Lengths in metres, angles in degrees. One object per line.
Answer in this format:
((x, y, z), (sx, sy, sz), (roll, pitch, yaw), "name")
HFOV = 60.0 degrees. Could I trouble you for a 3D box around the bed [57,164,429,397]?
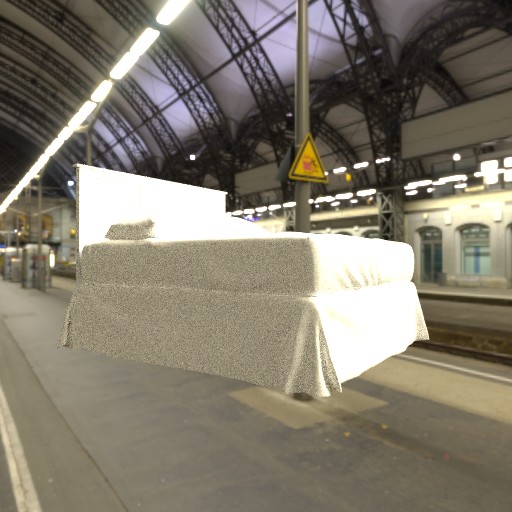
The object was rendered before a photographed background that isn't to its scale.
((0.000, 0.000, 3.190), (2.047, 1.269, 1.876), (0, 0, 35), "bed")
